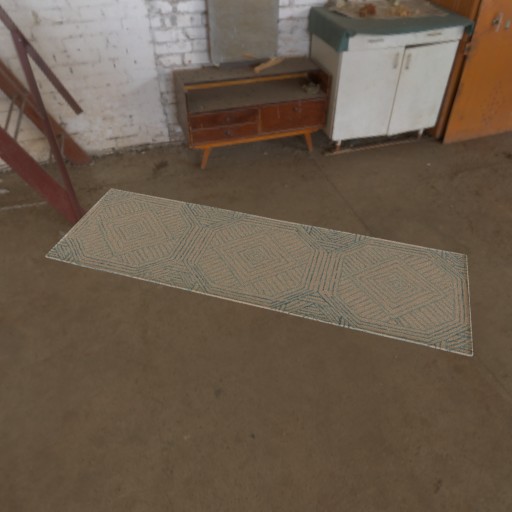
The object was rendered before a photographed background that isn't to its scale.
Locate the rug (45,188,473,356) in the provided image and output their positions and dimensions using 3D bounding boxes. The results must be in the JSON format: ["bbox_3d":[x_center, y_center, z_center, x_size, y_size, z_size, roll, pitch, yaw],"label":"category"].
[{"bbox_3d":[0.000,0.000,2.699,2.452,0.012,0.775,12,44,13],"label":"rug"}]
